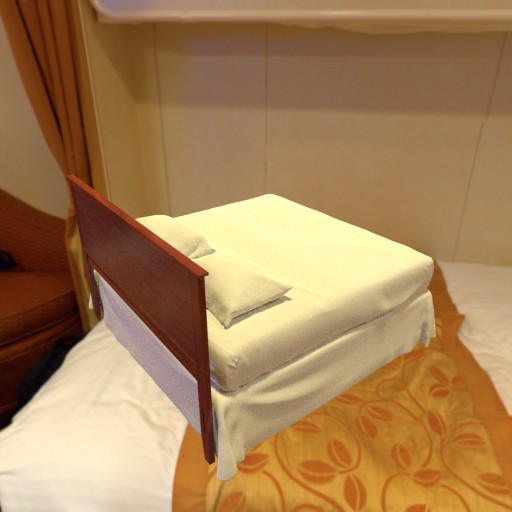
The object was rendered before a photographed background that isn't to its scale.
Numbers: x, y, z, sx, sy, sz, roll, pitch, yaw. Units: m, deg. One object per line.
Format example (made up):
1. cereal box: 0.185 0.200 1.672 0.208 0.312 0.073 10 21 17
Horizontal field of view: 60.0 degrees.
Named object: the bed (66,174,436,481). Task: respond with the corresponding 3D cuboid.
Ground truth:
1. bed: 0.000 0.000 3.591 2.219 1.271 2.314 -19 32 -33
